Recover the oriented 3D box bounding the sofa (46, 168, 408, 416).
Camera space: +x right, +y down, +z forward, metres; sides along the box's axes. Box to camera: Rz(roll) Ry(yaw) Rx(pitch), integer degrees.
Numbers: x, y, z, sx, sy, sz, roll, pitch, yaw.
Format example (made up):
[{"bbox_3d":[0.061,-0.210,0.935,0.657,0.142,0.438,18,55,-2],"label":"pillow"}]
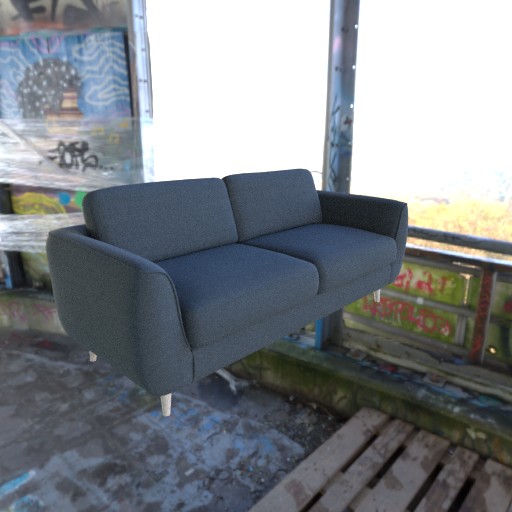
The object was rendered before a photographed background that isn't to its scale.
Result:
[{"bbox_3d":[0.000,0.000,2.463,0.920,0.850,2.000,15,22,42],"label":"sofa"}]
